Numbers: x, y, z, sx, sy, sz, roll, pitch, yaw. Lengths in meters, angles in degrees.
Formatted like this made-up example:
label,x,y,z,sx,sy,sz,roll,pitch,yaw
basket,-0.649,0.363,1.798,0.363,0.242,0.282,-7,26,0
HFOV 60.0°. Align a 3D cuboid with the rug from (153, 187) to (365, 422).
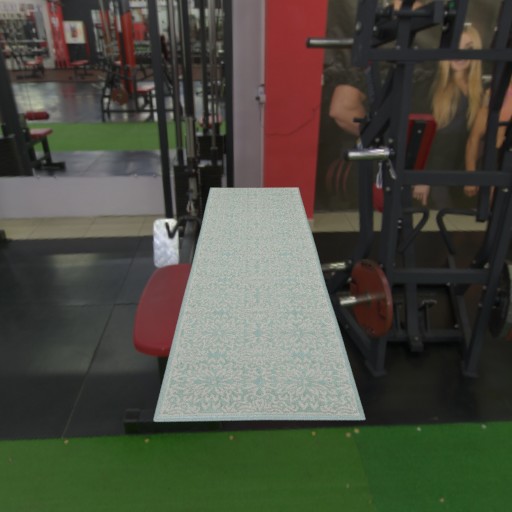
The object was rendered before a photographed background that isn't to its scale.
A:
label,x,y,z,sx,sy,sz,roll,pitch,yaw
rug,0.000,0.000,2.349,0.662,0.011,2.196,0,28,-1
